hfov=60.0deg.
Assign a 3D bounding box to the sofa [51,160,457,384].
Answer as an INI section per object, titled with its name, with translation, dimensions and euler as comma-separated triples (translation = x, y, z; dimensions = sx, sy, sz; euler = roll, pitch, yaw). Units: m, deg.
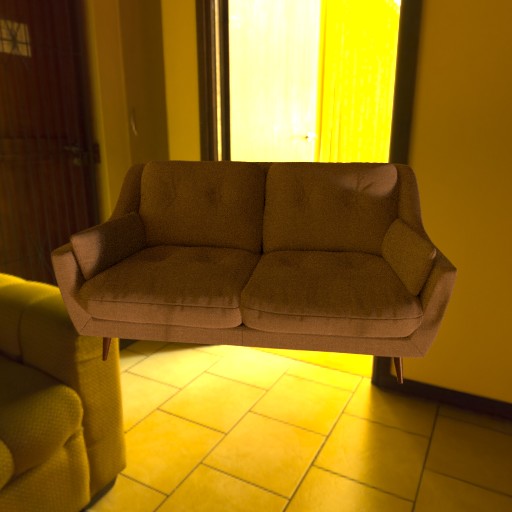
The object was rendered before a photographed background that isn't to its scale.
[sofa]
translation = 0.000, 0.000, 2.199
dimensions = 1.652, 0.888, 0.965
euler = 2, 15, 8
